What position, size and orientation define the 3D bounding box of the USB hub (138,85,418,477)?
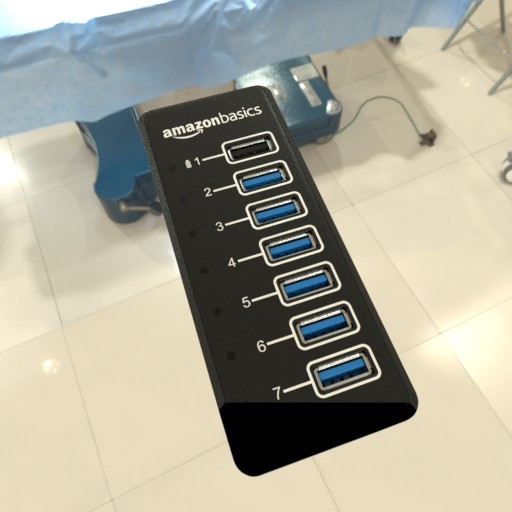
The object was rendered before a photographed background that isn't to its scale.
[{"bbox_3d":[0.000,0.000,0.130,0.044,0.023,0.110,-17,64,-8],"label":"USB hub"}]
